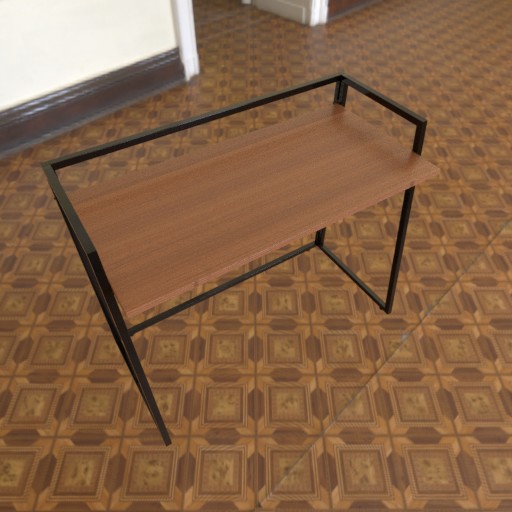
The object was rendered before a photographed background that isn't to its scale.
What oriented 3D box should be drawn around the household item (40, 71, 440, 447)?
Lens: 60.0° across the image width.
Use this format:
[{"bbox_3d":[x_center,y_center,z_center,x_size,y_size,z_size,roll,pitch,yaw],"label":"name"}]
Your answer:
[{"bbox_3d":[0.000,0.000,1.541,1.050,0.860,0.510,-25,51,-22],"label":"household item"}]
